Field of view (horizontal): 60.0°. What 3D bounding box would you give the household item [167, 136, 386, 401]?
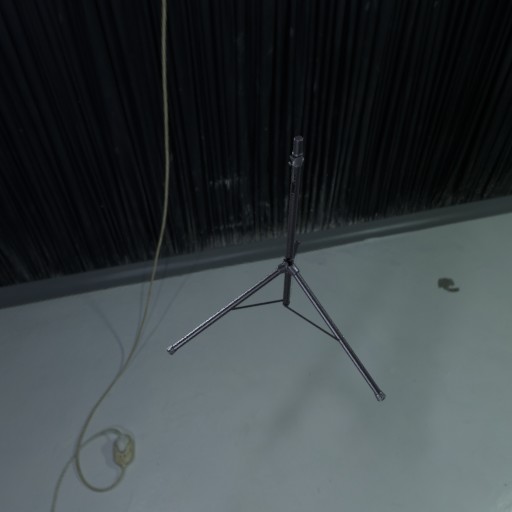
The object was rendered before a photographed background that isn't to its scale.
[{"bbox_3d":[0.000,0.000,2.779,1.339,1.595,1.596,-12,47,-11],"label":"household item"}]
